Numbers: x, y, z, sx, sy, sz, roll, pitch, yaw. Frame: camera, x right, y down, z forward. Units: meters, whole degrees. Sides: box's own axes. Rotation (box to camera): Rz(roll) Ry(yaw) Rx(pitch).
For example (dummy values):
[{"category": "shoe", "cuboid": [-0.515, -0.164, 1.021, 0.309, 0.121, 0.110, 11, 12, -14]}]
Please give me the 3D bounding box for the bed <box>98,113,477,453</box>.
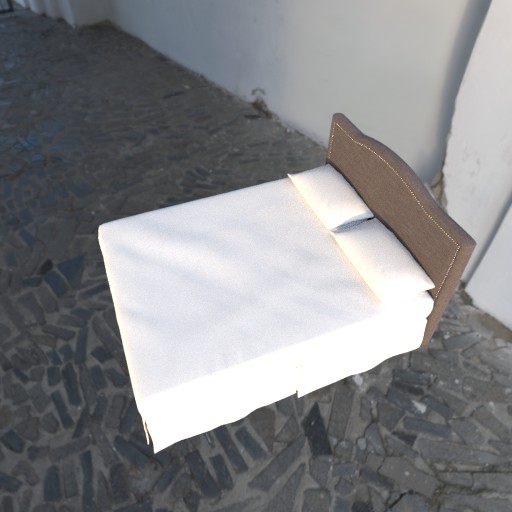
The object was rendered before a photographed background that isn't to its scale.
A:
[{"category": "bed", "cuboid": [0.000, 0.000, 4.004, 2.689, 1.457, 2.161, -16, 49, -15]}]
